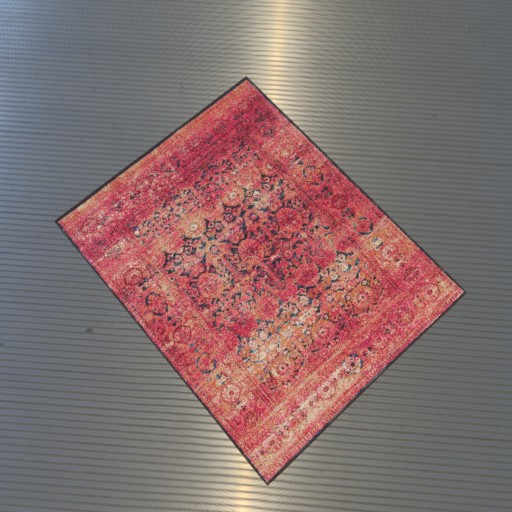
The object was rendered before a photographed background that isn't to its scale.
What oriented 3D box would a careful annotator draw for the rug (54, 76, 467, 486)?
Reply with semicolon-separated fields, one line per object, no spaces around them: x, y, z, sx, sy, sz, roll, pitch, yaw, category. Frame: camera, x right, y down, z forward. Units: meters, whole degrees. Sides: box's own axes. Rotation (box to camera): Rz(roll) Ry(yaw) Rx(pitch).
0.000;0.000;4.085;2.411;0.020;3.032;-40;78;-10;rug
